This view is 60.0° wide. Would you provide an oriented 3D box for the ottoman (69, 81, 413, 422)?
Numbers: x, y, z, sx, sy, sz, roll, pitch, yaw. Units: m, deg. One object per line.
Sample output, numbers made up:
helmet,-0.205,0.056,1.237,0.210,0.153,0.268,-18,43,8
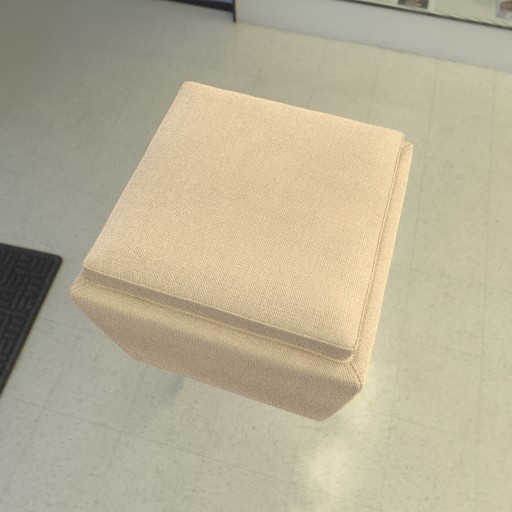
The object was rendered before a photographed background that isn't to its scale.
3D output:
ottoman,0.000,0.000,0.837,0.451,0.460,0.450,16,64,8
